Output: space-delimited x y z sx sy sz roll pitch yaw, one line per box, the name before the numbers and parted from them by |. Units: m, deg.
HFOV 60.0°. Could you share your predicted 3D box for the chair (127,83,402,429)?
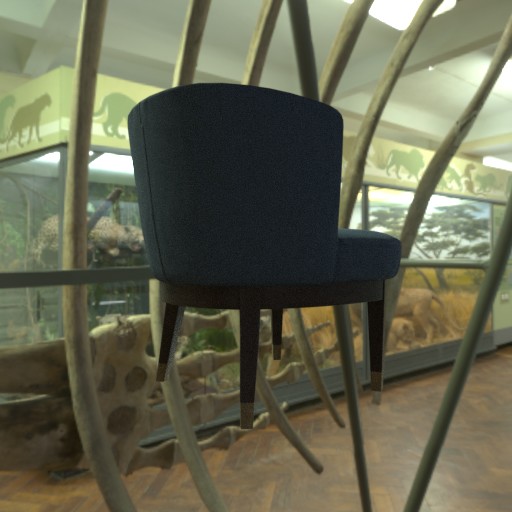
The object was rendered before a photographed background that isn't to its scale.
chair | 0.000 0.000 1.279 0.702 0.760 0.661 0 1 -36
